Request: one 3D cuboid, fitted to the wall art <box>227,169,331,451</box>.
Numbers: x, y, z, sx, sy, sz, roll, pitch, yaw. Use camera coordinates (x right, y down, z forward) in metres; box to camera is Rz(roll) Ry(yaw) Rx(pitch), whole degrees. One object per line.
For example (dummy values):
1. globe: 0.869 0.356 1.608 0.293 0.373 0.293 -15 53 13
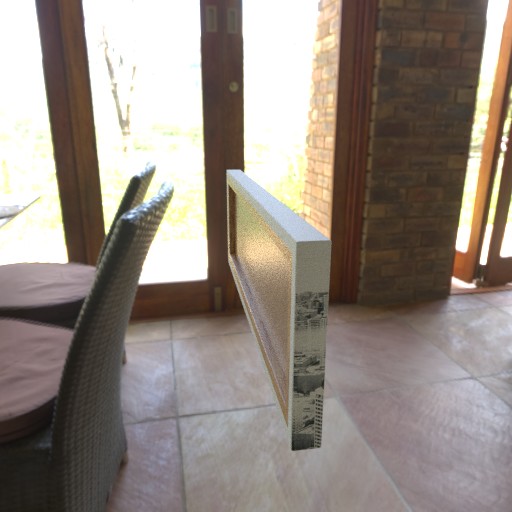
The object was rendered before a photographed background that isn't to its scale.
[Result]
1. wall art: 0.000 0.000 0.850 0.038 0.255 0.763 -3 17 -9
